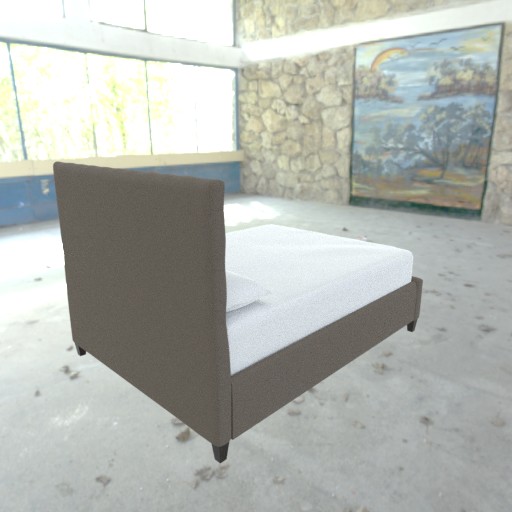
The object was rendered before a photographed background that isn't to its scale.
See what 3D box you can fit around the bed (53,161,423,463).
[{"bbox_3d":[0.000,0.000,3.350,1.696,1.426,2.233,15,22,42],"label":"bed"}]
